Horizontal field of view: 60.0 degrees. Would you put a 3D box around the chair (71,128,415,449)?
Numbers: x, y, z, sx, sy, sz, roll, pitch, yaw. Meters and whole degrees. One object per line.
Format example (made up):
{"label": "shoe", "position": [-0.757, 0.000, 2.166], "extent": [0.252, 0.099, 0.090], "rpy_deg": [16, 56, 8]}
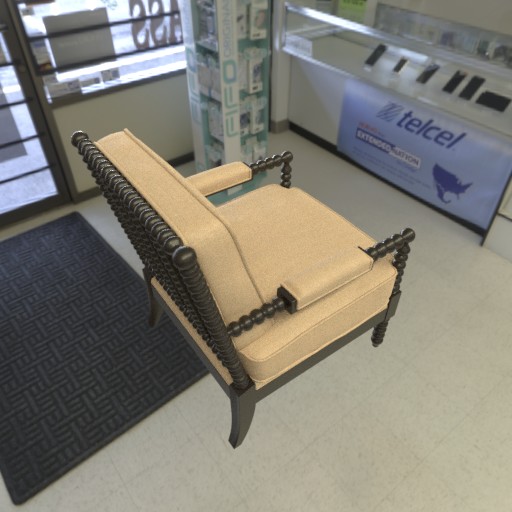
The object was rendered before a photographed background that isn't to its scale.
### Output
{"label": "chair", "position": [0.000, 0.000, 1.192], "extent": [0.657, 0.703, 0.555], "rpy_deg": [-25, 47, -26]}
